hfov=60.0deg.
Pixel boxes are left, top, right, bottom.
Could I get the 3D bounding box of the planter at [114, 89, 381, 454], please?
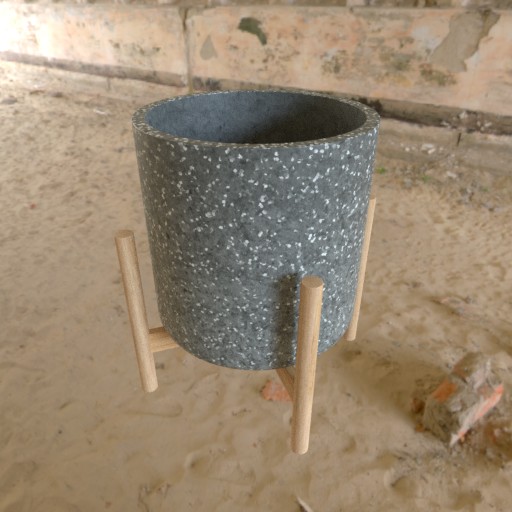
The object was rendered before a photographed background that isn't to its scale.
[{"bbox_3d":[0.000,0.000,0.661,0.360,0.419,0.360,2,31,3],"label":"planter"}]
